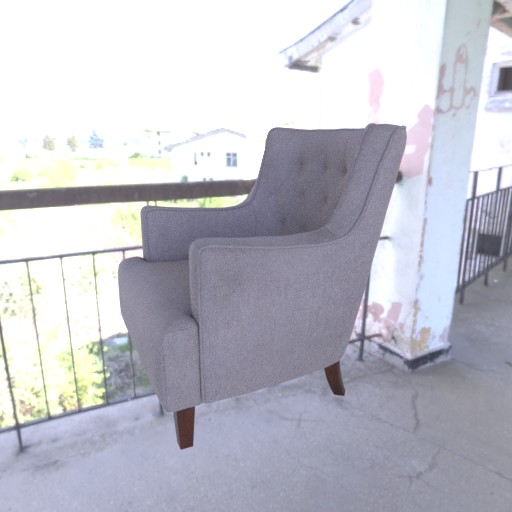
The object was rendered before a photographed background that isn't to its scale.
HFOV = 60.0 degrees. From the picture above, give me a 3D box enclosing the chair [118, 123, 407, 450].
[{"bbox_3d":[0.000,0.000,1.616,0.910,0.919,0.781,-7,17,-24],"label":"chair"}]
